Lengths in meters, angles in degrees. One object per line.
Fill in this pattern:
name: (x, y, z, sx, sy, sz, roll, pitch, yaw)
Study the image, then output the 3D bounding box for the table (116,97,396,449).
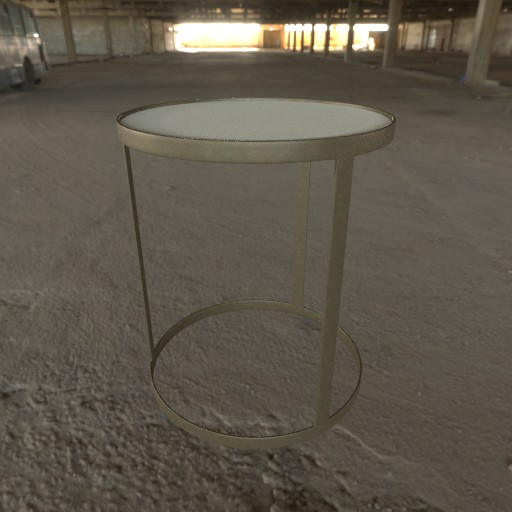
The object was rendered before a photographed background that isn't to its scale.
table: (0.000, 0.000, 0.913, 0.480, 0.565, 0.480, 0, 26, 0)
